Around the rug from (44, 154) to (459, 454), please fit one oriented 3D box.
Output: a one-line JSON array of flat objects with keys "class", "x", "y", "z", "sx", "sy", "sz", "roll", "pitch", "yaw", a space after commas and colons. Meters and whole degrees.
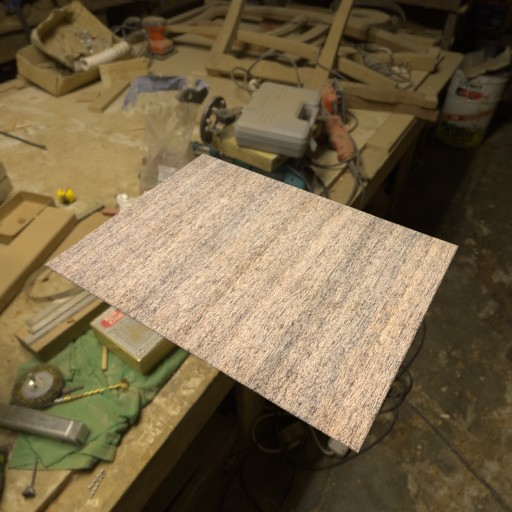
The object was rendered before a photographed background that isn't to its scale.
[{"class": "rug", "x": 0.000, "y": 0.000, "z": 4.281, "sx": 3.199, "sy": 0.036, "sz": 2.414, "roll": 24, "pitch": 49, "yaw": 23}]
